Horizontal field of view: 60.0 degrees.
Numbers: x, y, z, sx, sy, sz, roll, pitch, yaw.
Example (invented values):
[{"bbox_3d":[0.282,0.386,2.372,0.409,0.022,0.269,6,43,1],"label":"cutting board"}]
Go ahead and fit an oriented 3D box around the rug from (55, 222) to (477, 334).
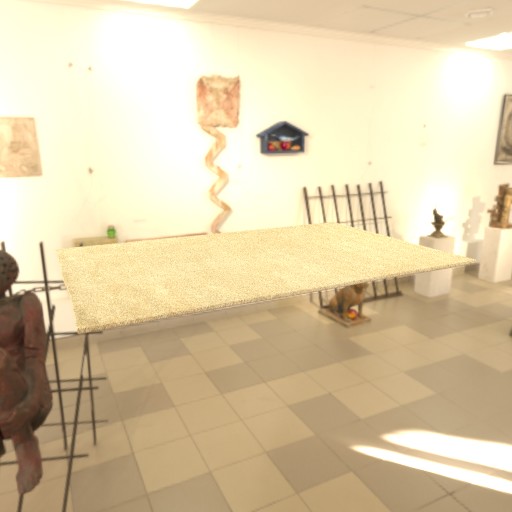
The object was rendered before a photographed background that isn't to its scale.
[{"bbox_3d":[0.000,0.000,2.919,2.346,0.025,1.500,-7,16,-26],"label":"rug"}]
